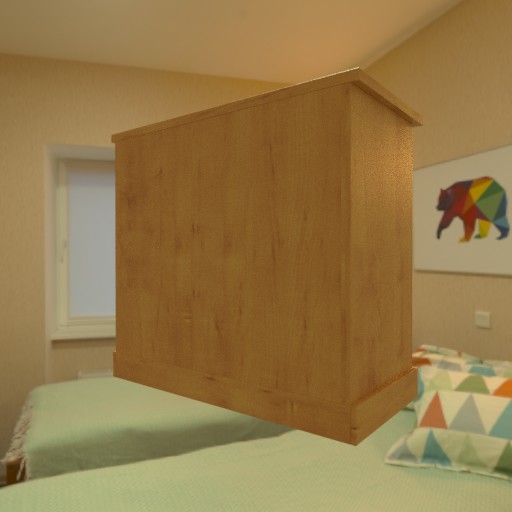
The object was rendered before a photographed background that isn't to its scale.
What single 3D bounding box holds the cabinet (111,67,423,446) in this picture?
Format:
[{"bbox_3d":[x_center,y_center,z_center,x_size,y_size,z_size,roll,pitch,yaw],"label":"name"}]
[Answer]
[{"bbox_3d":[0.000,0.000,1.438,0.920,0.840,0.450,0,1,38],"label":"cabinet"}]
